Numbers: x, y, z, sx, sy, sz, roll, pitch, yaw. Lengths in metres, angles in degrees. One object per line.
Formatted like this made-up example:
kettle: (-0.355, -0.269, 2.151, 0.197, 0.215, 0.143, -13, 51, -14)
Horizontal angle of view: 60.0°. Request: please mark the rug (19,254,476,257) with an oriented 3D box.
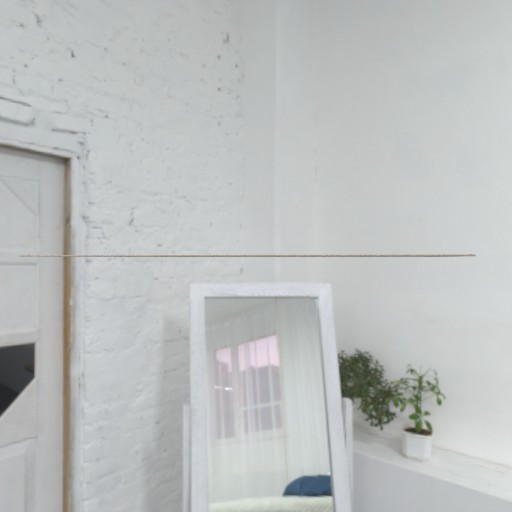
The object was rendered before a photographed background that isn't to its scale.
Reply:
rug: (0.000, 0.000, 2.941, 2.440, 0.010, 1.545, 0, 0, 19)
